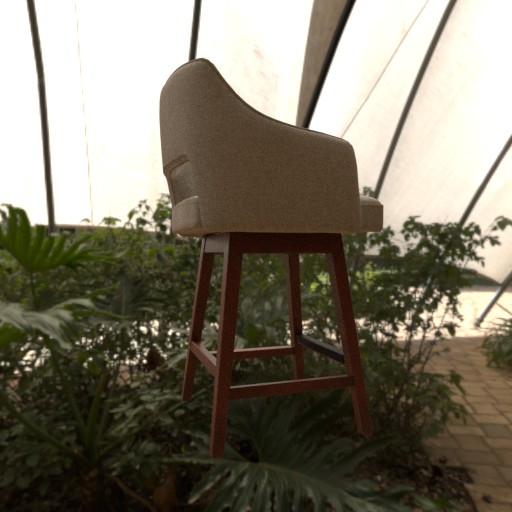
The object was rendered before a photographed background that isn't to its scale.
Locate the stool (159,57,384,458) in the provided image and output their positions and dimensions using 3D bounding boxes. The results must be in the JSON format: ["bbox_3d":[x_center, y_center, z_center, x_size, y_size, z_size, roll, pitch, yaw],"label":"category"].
[{"bbox_3d":[0.000,0.000,1.303,0.558,0.944,0.599,0,1,-19],"label":"stool"}]
